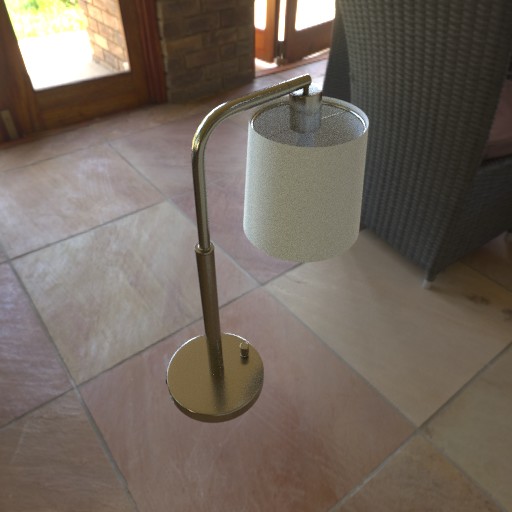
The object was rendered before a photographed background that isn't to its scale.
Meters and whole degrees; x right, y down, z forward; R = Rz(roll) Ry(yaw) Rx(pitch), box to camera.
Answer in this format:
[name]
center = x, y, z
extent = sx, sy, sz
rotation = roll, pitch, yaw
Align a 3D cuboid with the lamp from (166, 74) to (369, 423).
[lamp]
center = 0.000, 0.000, 0.643
extent = 0.333, 0.489, 0.171
rotation = -24, 47, -25
